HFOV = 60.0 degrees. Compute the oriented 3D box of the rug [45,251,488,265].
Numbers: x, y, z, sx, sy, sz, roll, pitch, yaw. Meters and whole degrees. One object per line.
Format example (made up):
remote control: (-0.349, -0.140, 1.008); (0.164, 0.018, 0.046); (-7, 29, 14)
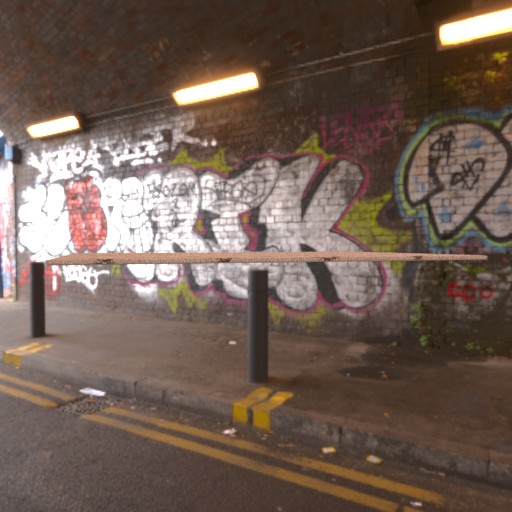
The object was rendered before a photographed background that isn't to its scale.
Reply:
rug: (0.000, 0.000, 3.411); (2.743, 0.030, 1.778); (0, 2, -18)
